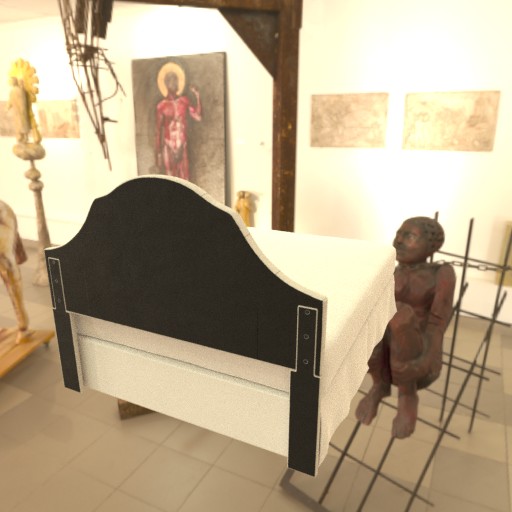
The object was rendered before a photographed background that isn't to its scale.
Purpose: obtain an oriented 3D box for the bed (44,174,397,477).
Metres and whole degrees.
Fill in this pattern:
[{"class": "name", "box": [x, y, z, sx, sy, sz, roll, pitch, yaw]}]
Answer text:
[{"class": "bed", "box": [0.000, 0.000, 3.689, 2.039, 1.617, 2.477, 8, 20, 25]}]
